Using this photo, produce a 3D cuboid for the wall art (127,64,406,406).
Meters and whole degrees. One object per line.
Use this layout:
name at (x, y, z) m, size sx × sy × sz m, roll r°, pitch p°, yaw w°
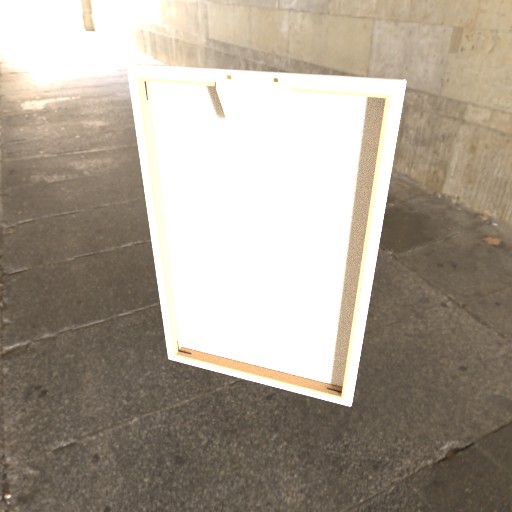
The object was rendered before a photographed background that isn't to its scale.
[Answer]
wall art at (0.000, 0.000, 1.161) m, size 0.602 × 0.902 × 0.048 m, roll 10°, pitch 33°, yaw 16°
